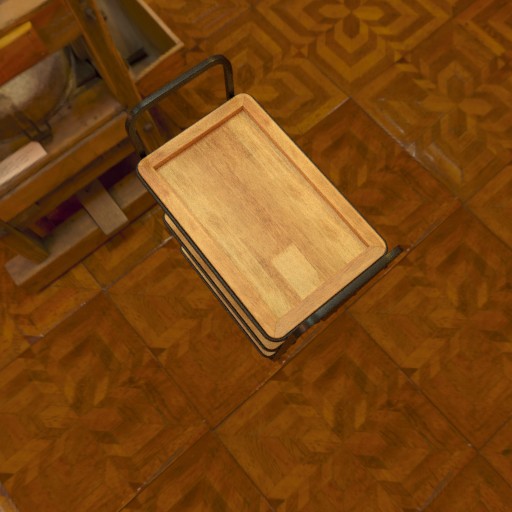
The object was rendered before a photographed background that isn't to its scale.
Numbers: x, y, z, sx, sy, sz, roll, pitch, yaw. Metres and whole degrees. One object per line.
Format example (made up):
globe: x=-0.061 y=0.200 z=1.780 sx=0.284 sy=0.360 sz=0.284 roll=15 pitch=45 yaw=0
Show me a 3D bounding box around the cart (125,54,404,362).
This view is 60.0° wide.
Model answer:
cart: x=0.000 y=0.000 z=1.314 sx=0.321 sy=1.080 sz=0.545 roll=-37 pitch=77 yaw=-10
